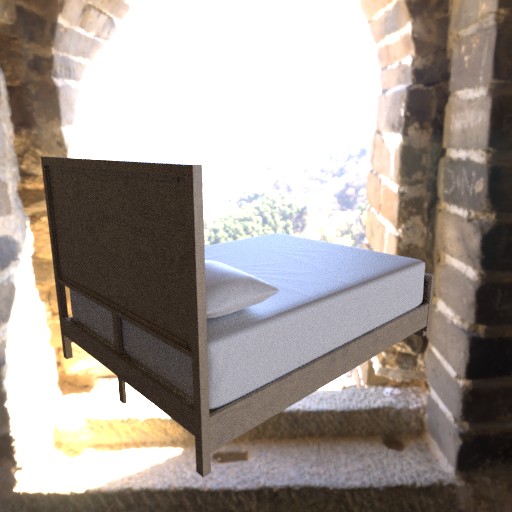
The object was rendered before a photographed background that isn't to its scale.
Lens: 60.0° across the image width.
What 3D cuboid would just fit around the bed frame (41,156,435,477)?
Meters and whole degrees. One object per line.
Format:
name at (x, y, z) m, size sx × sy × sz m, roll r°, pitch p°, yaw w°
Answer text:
bed frame at (0.000, 0.000, 3.108) m, size 2.189 × 1.369 × 1.606 m, roll -13°, pitch 19°, yaw -42°
